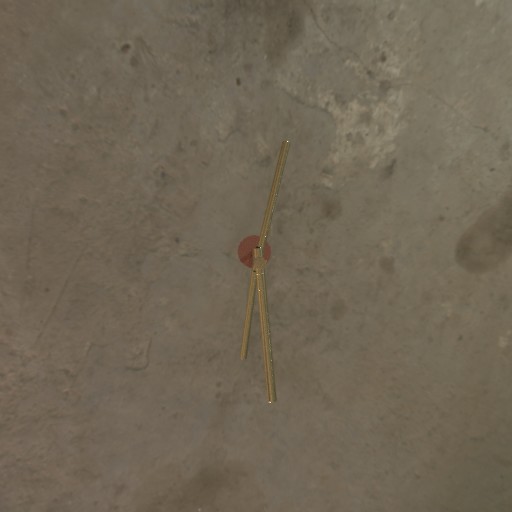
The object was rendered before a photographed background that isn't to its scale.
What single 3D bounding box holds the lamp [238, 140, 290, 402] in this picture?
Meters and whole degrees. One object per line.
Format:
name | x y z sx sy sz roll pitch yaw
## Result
lamp | 0.000 0.000 1.926 0.209 1.704 0.737 0 91 -1
